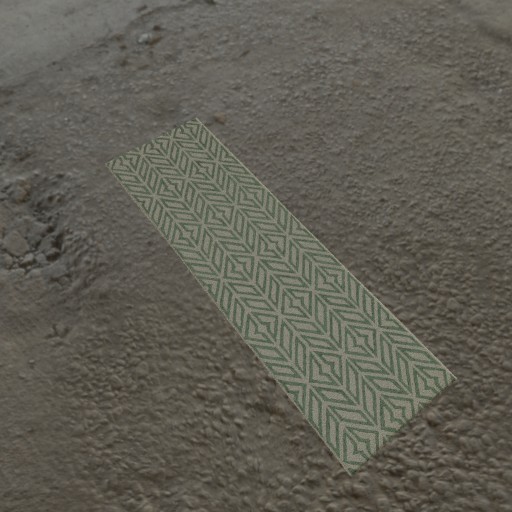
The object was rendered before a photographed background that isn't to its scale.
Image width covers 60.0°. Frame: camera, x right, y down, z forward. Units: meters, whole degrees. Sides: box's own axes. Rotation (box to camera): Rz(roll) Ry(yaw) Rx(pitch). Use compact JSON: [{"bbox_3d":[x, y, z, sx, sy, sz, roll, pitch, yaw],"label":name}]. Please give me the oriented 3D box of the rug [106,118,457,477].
[{"bbox_3d":[0.000,0.000,2.667,0.750,0.009,2.435,-33,64,-18],"label":"rug"}]
